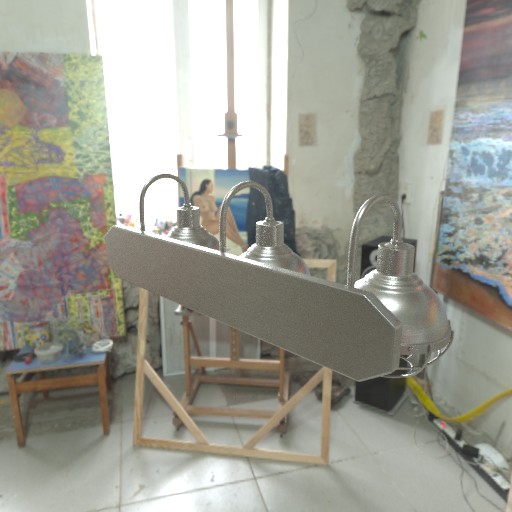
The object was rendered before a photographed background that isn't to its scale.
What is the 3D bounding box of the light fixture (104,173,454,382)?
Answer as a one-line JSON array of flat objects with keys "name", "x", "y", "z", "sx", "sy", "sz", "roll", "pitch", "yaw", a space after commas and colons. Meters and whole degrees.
[{"name": "light fixture", "x": 0.000, "y": 0.000, "z": 0.752, "sx": 0.634, "sy": 0.254, "sz": 0.229, "roll": 14, "pitch": 21, "yaw": 43}]
